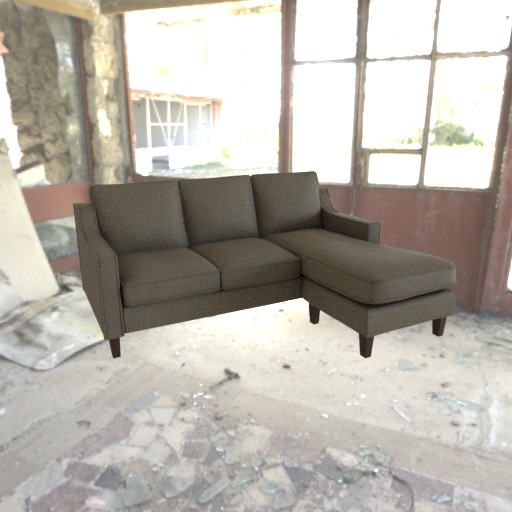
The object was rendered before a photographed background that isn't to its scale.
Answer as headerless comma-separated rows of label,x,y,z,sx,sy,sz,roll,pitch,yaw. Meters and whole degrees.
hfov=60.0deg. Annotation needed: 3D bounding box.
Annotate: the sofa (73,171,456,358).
sofa,0.000,0.000,3.341,2.317,1.081,1.858,-8,18,-27
